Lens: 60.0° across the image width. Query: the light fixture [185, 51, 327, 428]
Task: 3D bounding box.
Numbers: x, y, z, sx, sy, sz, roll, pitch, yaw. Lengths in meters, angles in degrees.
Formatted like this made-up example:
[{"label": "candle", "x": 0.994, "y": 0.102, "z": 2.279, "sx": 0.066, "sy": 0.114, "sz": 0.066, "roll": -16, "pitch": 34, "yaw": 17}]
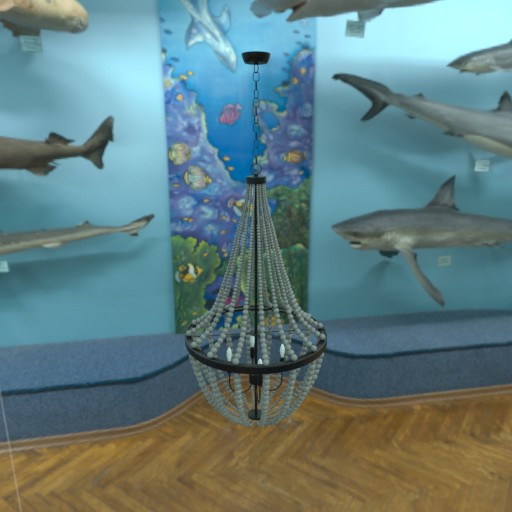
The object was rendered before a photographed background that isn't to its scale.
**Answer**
[{"label": "light fixture", "x": 0.000, "y": 0.000, "z": 1.348, "sx": 0.450, "sy": 1.133, "sz": 0.450, "roll": 0, "pitch": 16, "yaw": 0}]
